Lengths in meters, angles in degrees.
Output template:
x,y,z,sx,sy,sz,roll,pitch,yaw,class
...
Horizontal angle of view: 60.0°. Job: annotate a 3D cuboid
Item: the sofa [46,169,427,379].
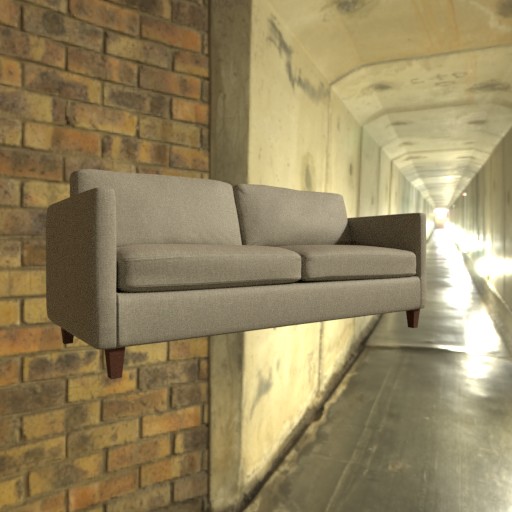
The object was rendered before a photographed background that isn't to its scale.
x,y,z,sx,sy,sz,roll,pitch,yaw,class
0.000,0.000,2.703,2.208,0.963,0.956,-1,1,-36,sofa
